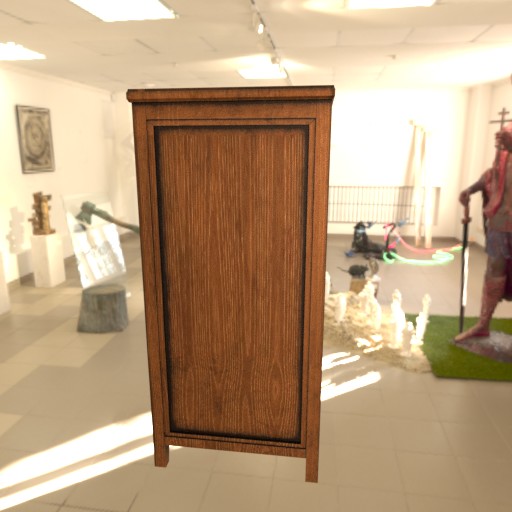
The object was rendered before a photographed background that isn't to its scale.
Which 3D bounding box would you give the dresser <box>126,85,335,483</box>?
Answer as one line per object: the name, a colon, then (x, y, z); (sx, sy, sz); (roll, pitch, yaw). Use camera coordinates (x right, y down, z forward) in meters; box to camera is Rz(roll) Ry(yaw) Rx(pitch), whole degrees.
dresser: (0.000, 0.000, 1.927); (0.591, 1.224, 1.250); (2, 14, 8)
